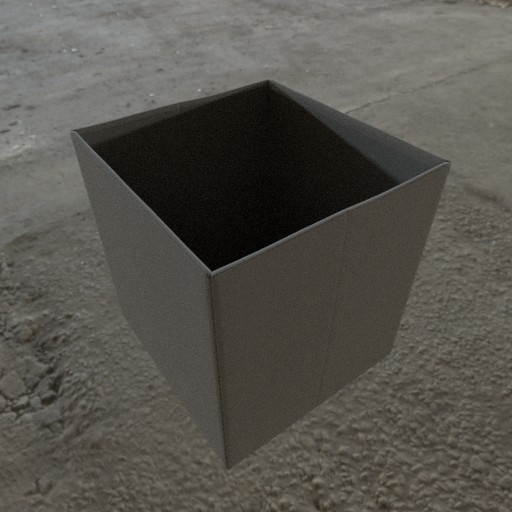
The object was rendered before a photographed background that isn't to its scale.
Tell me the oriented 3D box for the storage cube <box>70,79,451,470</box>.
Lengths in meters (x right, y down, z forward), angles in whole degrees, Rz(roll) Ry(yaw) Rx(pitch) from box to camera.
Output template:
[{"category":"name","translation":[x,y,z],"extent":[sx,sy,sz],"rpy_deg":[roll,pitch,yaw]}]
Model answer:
[{"category":"storage cube","translation":[0.000,0.000,0.509],"extent":[0.270,0.280,0.270],"rpy_deg":[-26,47,-27]}]
